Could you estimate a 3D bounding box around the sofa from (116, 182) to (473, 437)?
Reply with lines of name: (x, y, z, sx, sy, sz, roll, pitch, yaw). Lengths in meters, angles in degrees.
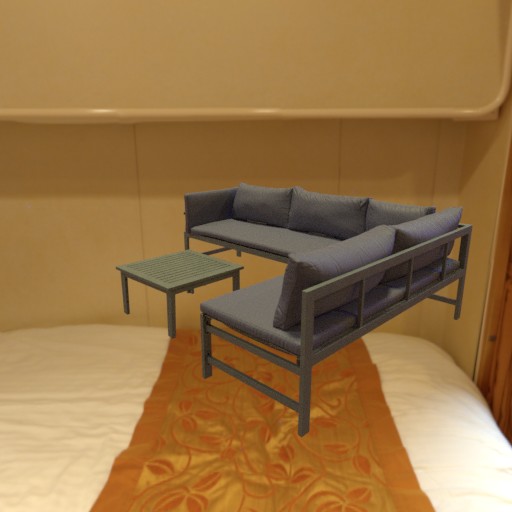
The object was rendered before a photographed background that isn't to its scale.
sofa: (0.000, 0.000, 2.981, 2.149, 0.762, 1.658, 15, 22, 42)
